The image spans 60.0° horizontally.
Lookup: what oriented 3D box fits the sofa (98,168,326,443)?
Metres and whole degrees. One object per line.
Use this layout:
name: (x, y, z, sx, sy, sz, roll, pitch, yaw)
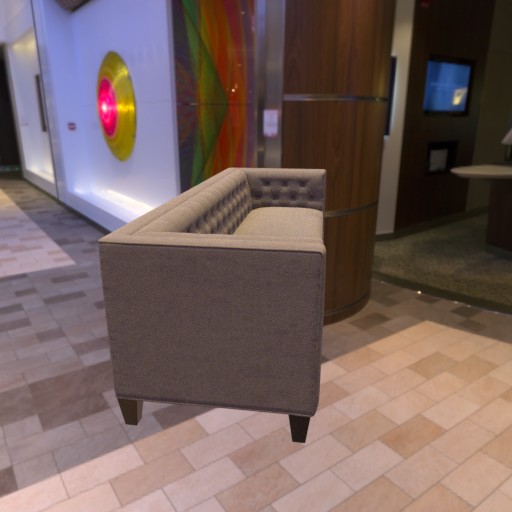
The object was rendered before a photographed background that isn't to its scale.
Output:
sofa: (0.000, 0.000, 2.569, 0.775, 0.762, 2.159, 3, 18, 8)
